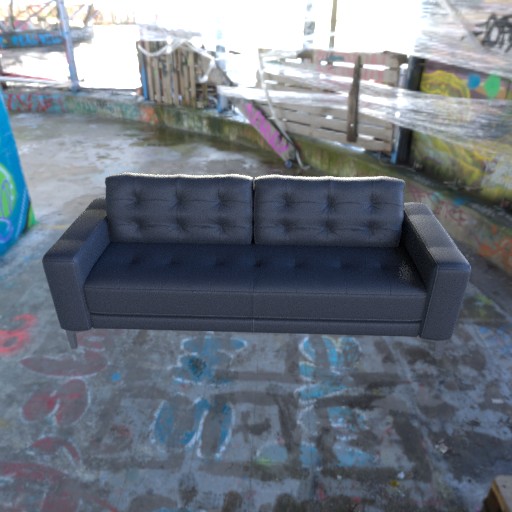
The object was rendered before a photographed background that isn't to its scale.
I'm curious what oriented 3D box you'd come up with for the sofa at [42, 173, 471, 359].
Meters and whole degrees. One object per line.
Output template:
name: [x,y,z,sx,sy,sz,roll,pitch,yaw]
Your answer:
sofa: [0.000,0.000,2.732,2.275,0.893,0.833,1,30,2]
